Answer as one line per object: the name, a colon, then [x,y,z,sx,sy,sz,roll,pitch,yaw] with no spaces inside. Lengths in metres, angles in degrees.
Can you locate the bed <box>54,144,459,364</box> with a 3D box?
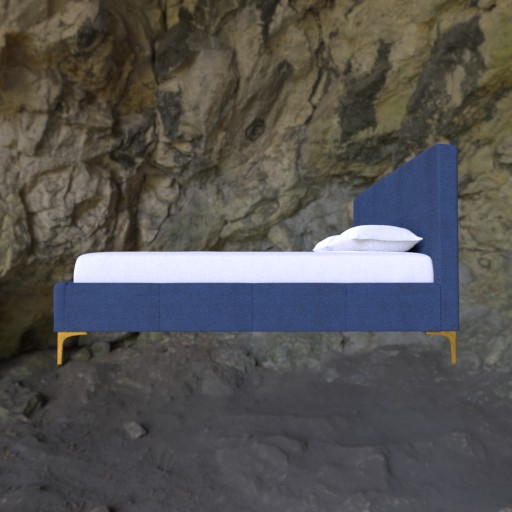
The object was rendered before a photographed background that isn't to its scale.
bed: [0.000,0.000,3.472,2.232,1.231,2.096,0,-1,0]
